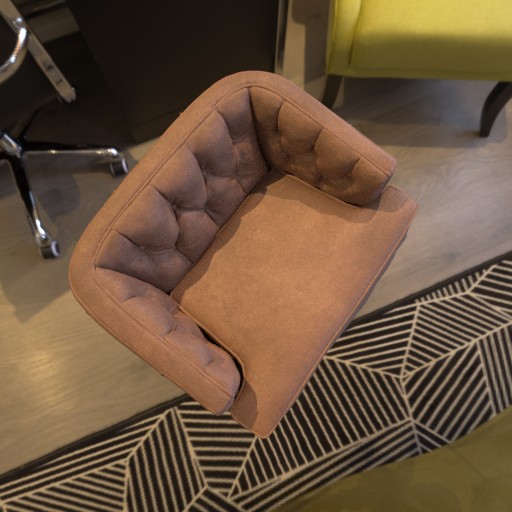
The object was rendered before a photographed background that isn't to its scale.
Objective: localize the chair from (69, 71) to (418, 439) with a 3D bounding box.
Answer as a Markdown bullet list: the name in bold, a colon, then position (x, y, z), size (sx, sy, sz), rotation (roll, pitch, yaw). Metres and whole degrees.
- **chair**: position (0.000, 0.000, 1.780), size (0.914, 0.787, 1.118), rotation (35, 77, 9)
